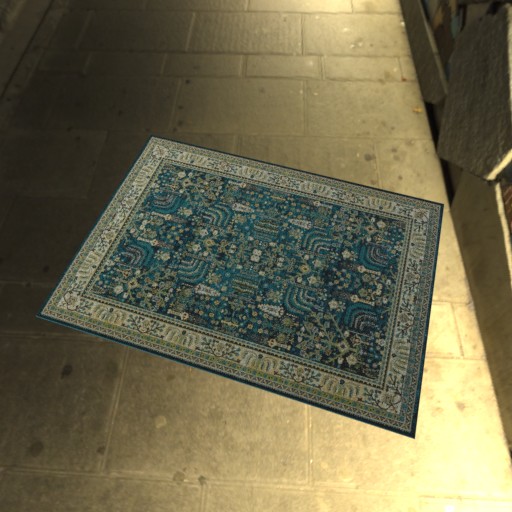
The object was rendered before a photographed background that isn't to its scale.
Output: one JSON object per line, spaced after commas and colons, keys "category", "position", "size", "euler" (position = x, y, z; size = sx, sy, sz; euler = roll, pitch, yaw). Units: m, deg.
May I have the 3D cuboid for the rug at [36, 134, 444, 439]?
{"category": "rug", "position": [0.000, 0.000, 2.835], "size": [2.213, 0.013, 1.594], "euler": [15, 59, 9]}
